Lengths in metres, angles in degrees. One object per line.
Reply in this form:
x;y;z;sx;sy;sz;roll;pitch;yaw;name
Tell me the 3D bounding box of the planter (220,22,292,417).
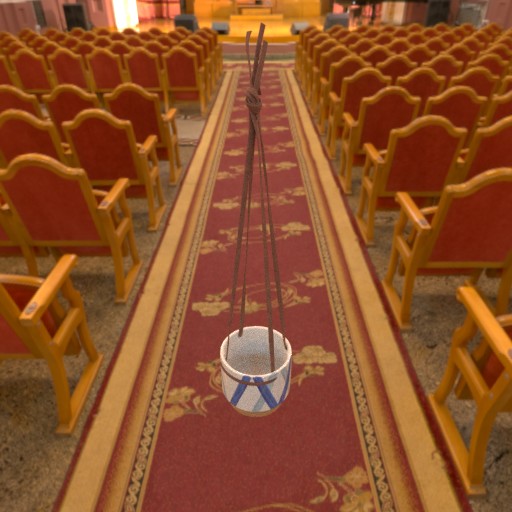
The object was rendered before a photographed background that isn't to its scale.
0.000;0.000;0.814;0.153;0.753;0.157;0;33;1;planter
